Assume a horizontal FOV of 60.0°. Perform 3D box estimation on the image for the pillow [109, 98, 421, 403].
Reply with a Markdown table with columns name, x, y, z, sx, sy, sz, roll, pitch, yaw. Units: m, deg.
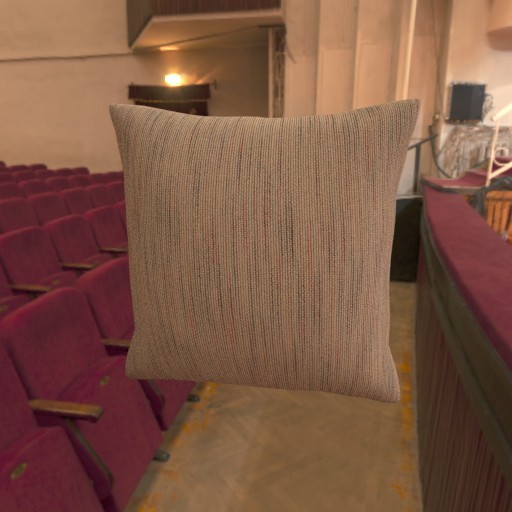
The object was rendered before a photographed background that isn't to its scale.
| name | x | y | z | sx | sy | sz | roll | pitch | yaw |
| --- | --- | --- | --- | --- | --- | --- | --- | --- | --- |
| pillow | 0.000 | 0.000 | 0.762 | 0.512 | 0.506 | 0.178 | 2 | 14 | 10 |
